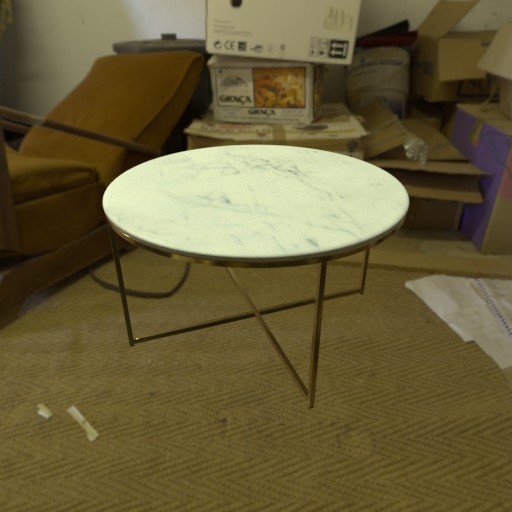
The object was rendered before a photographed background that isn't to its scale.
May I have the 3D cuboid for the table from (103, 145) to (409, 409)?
[{"bbox_3d":[0.000,0.000,1.315,0.800,0.450,0.800,0,29,0],"label":"table"}]
